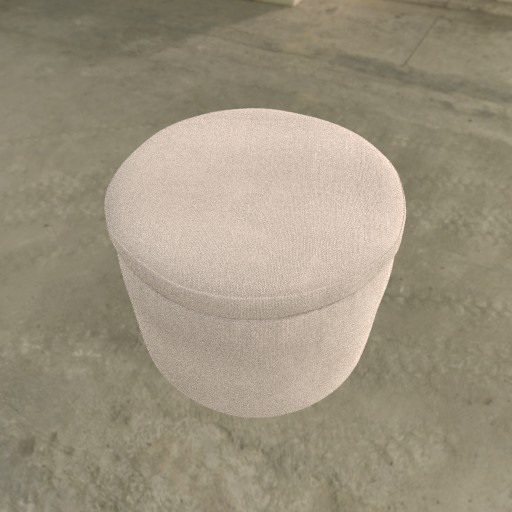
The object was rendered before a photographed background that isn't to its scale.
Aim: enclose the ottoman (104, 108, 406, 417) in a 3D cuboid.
[{"bbox_3d":[0.000,0.000,0.861,0.497,0.409,0.497,0,46,0],"label":"ottoman"}]
